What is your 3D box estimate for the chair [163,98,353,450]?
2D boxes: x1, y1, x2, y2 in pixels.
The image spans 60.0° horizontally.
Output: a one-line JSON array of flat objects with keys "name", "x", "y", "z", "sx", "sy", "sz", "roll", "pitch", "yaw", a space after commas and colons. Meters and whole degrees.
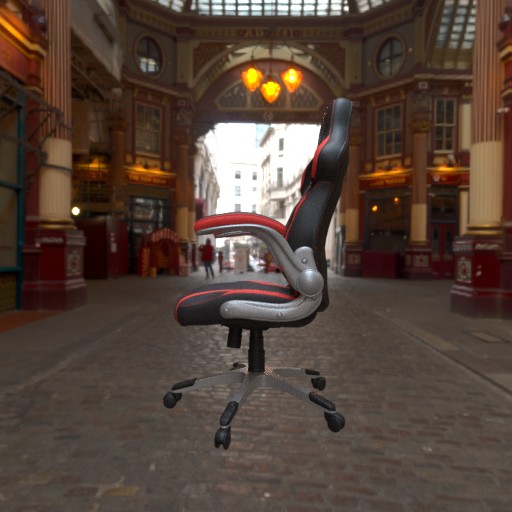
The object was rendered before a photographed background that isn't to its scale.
[{"name": "chair", "x": 0.000, "y": 0.000, "z": 1.693, "sx": 0.712, "sy": 1.165, "sz": 0.758, "roll": 0, "pitch": 1, "yaw": 1}]
